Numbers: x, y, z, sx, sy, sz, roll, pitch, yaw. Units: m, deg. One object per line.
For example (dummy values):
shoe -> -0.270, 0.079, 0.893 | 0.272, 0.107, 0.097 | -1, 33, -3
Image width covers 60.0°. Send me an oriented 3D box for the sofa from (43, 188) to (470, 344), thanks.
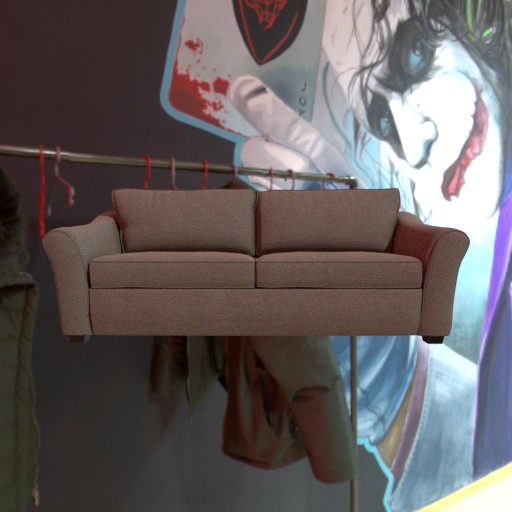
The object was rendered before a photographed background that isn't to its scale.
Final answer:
sofa -> 0.000, 0.000, 2.750 | 2.270, 0.906, 0.986 | 0, 2, 1
